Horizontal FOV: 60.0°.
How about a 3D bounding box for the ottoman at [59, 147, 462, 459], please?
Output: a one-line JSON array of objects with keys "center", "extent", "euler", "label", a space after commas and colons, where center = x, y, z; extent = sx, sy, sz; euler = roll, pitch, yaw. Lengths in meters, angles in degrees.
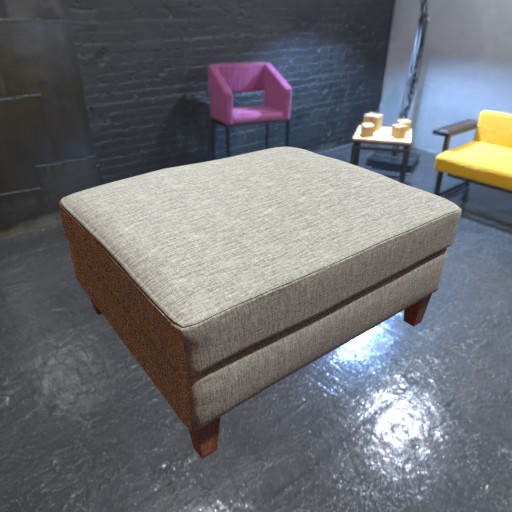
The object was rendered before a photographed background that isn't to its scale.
[{"center": [0.000, 0.000, 1.470], "extent": [0.994, 0.492, 0.839], "euler": [-21, 36, -32], "label": "ottoman"}]
